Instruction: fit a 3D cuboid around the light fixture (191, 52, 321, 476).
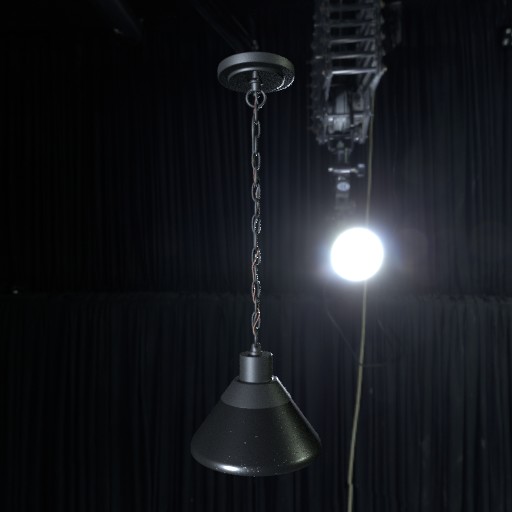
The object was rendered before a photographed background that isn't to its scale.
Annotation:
[{"bbox_3d":[0.000,0.000,0.694,0.201,0.588,0.201,0,-1,1],"label":"light fixture"}]
